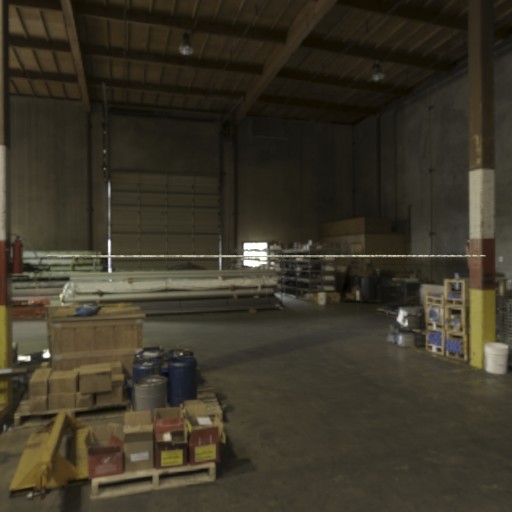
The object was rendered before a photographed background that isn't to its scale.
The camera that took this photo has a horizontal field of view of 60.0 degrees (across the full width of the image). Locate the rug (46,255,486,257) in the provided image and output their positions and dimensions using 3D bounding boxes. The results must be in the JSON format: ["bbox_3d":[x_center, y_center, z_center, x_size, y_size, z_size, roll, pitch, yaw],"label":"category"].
[{"bbox_3d":[0.000,0.000,3.017,2.410,0.011,1.539,0,0,-18],"label":"rug"}]
